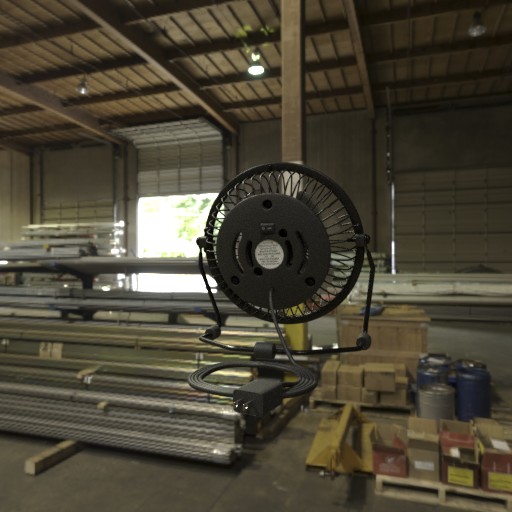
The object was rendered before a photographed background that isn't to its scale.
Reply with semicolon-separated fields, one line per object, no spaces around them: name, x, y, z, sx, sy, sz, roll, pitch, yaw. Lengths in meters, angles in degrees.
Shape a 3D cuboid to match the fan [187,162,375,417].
fan;0.000;0.000;0.307;0.153;0.152;0.202;0;0;18
